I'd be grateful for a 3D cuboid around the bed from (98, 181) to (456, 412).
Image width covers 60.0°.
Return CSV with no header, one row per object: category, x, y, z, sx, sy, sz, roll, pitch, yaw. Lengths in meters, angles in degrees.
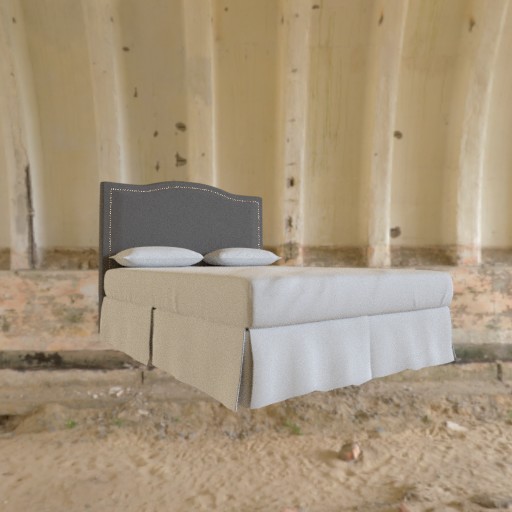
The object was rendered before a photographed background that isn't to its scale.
bed,0.000,0.000,3.403,1.821,1.436,2.282,0,0,-36
